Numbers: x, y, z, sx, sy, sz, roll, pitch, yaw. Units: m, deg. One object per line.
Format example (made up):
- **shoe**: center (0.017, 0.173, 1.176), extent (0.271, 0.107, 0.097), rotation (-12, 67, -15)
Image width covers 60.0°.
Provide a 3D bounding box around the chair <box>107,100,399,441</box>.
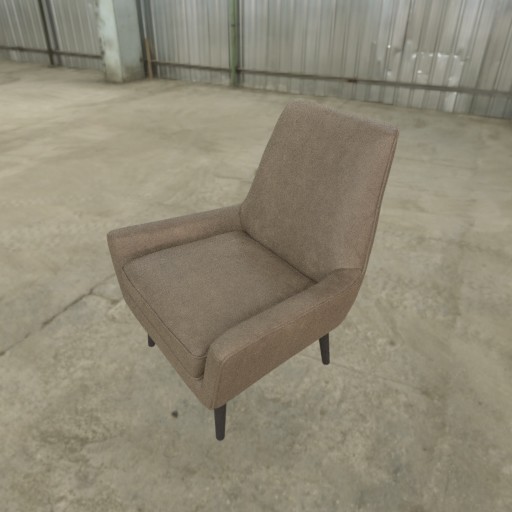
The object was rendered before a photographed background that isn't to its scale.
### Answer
- **chair**: center (0.000, 0.000, 1.546), extent (0.824, 0.888, 0.787), rotation (-21, 38, -30)
